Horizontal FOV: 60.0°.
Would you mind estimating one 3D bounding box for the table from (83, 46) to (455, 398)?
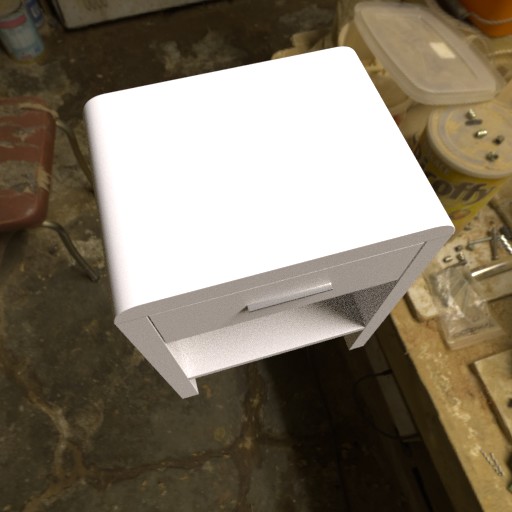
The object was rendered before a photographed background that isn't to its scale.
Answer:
[{"bbox_3d":[0.000,0.000,0.861,0.450,0.590,0.350,-14,64,-7],"label":"table"}]
